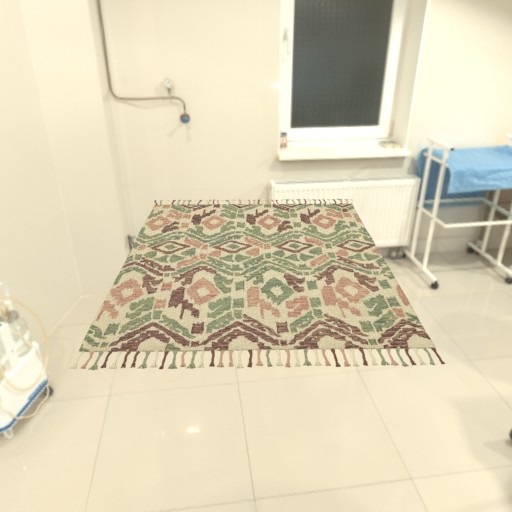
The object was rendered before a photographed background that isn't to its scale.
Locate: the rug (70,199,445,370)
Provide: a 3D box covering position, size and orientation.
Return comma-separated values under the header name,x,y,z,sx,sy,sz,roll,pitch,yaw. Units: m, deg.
name,x,y,z,sx,sy,sz,roll,pitch,yaw
rug,0.000,0.000,4.119,2.438,0.010,3.048,0,27,-1
